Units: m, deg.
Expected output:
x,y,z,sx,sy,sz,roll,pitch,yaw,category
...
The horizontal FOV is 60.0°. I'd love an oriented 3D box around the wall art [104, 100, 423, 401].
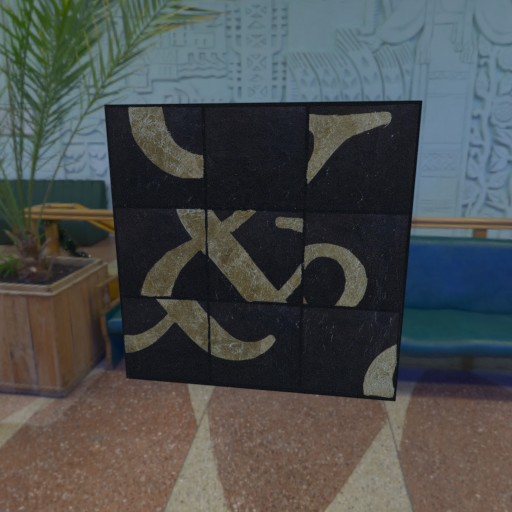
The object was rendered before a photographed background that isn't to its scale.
x,y,z,sx,sy,sz,roll,pitch,yaw,category
0.000,0.000,1.160,0.758,0.758,0.044,2,15,9,wall art
